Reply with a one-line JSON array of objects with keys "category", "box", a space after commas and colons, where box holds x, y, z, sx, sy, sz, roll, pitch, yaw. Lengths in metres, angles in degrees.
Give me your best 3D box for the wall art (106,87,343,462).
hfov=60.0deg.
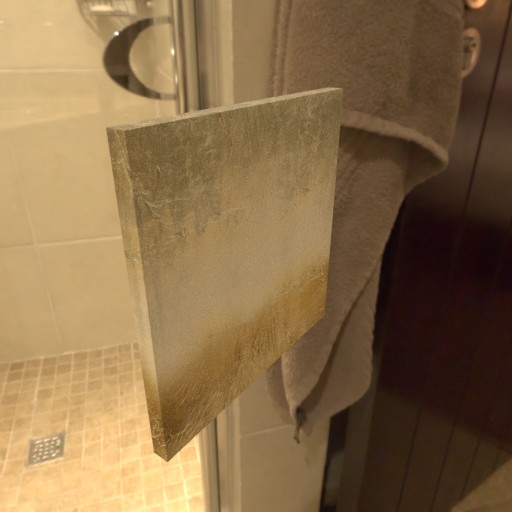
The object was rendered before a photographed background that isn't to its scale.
[{"category": "wall art", "box": [0.000, 0.000, 0.925, 0.038, 0.610, 0.610, 18, 32, 32]}]
